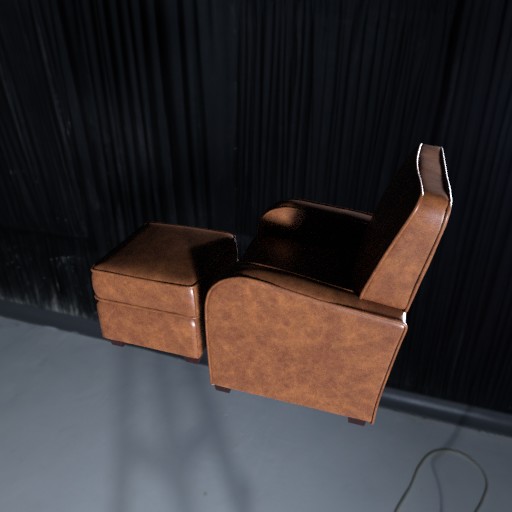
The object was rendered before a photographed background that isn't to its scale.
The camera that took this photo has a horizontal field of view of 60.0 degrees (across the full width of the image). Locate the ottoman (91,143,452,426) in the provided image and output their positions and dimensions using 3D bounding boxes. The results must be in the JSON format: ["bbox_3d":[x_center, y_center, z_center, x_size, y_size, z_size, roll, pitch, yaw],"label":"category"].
[{"bbox_3d":[0.000,0.000,1.829,1.314,0.904,0.732,9,31,15],"label":"ottoman"}]
